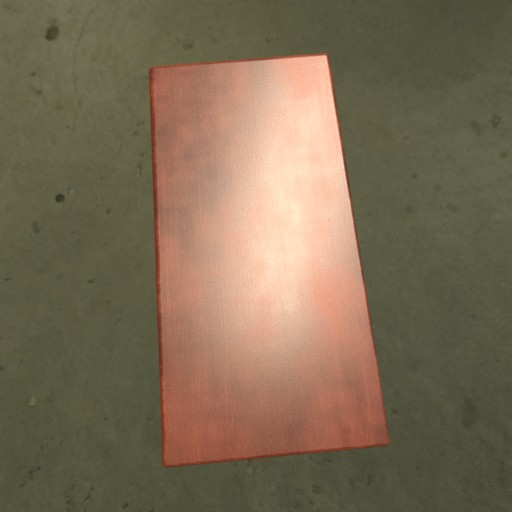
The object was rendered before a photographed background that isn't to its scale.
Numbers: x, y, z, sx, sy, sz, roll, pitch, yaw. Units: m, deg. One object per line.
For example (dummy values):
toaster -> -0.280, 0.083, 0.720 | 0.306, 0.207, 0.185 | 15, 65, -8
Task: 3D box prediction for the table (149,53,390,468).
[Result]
table -> 0.000, 0.000, 1.484 | 0.580, 0.485, 1.171 | -5, 75, -1
